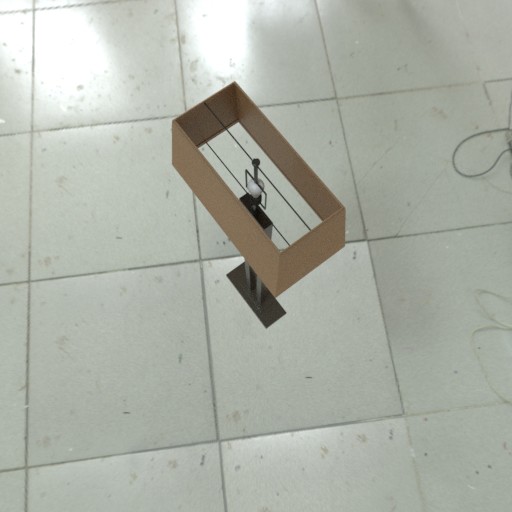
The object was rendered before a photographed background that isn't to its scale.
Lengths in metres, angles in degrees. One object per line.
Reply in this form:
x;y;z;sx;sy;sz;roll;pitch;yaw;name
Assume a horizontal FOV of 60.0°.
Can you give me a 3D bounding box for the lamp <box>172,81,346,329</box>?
0.000;0.000;1.682;0.233;1.469;0.475;-36;77;-10;lamp
